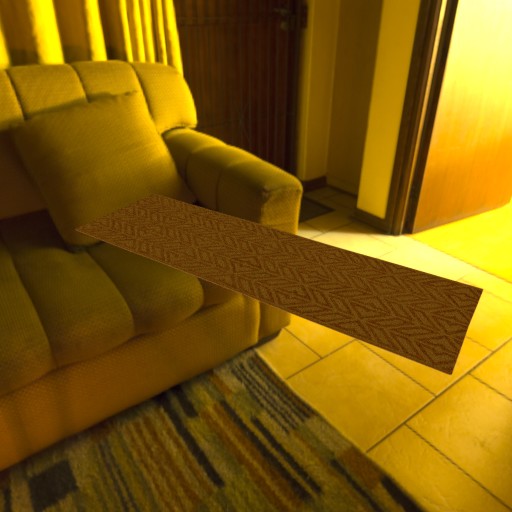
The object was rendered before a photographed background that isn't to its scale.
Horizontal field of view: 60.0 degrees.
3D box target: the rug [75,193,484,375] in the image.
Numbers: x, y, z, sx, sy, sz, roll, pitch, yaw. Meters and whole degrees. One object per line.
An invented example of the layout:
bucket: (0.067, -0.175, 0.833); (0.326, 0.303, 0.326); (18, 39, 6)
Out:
rug: (0.000, 0.000, 2.688); (2.435, 0.009, 0.750); (18, 35, 28)
